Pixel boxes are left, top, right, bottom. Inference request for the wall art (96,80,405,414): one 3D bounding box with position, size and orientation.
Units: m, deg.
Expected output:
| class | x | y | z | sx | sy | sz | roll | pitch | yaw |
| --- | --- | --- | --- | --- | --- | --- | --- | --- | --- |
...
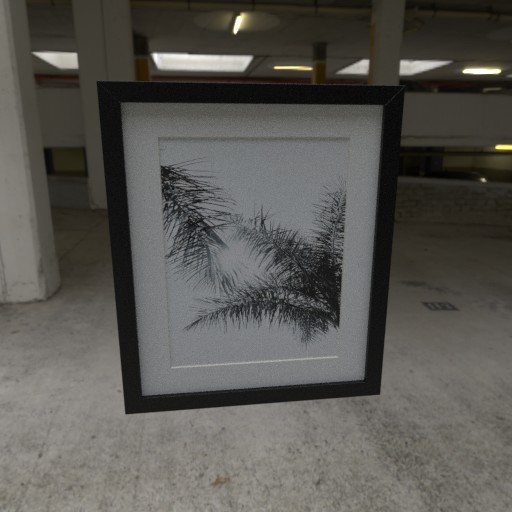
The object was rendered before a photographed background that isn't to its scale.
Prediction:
| class | x | y | z | sx | sy | sz | roll | pitch | yaw |
| --- | --- | --- | --- | --- | --- | --- | --- | --- | --- |
| wall art | 0.000 | 0.000 | 0.525 | 0.325 | 0.380 | 0.028 | -2 | 15 | -7 |
